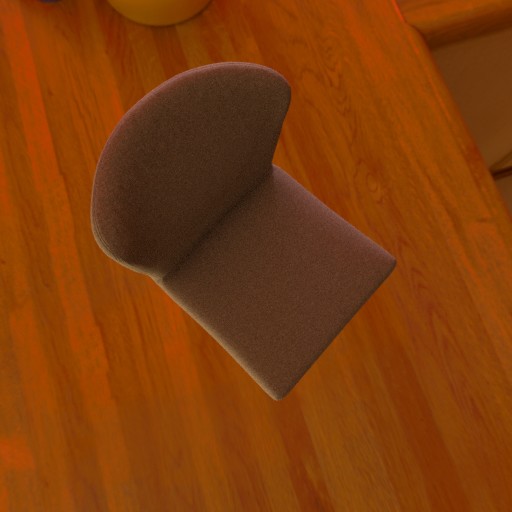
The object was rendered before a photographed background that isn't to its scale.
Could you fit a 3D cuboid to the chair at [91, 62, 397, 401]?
[{"bbox_3d":[0.000,0.000,1.175,0.592,0.839,0.491,41,80,9],"label":"chair"}]
